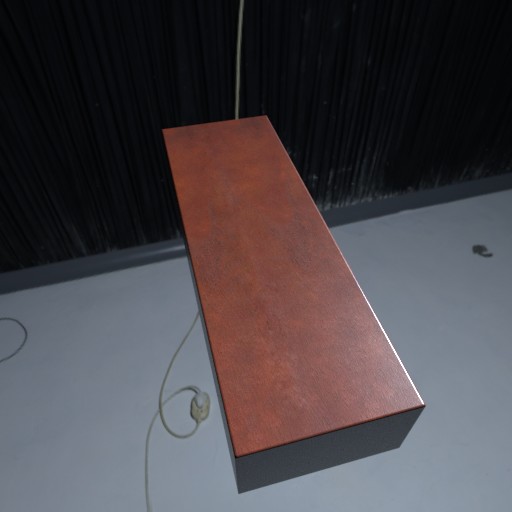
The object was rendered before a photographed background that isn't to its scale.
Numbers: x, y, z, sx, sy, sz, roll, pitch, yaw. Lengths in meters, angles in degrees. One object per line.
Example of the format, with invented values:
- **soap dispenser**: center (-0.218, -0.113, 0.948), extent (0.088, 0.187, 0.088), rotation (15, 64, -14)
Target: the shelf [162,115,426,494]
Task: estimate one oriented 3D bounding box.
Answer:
- **shelf**: center (0.000, 0.000, 0.515), extent (0.152, 0.088, 0.457), rotation (-11, 48, -10)
